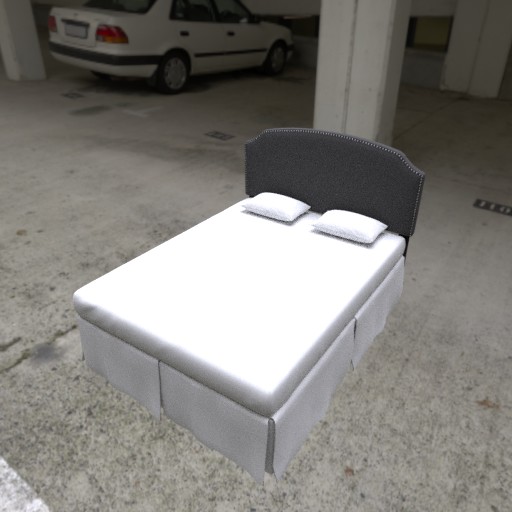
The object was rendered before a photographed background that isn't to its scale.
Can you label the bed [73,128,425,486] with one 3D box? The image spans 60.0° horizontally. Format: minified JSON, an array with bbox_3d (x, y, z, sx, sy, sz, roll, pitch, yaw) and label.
[{"bbox_3d":[0.000,0.000,2.973,1.558,1.270,1.999,19,34,29],"label":"bed"}]
